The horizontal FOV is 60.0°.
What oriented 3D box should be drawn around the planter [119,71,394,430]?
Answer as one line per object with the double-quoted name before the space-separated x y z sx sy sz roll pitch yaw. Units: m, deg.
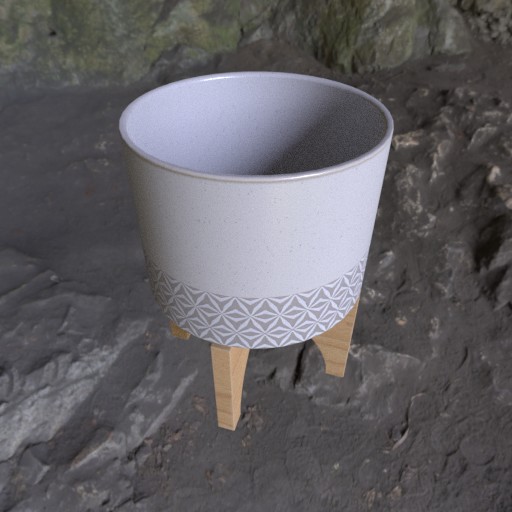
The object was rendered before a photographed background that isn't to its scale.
"planter" 0.000 0.000 0.393 0.188 0.260 0.188 0 39 0
